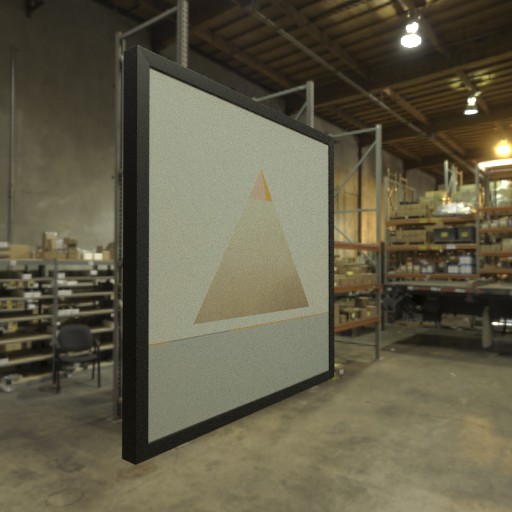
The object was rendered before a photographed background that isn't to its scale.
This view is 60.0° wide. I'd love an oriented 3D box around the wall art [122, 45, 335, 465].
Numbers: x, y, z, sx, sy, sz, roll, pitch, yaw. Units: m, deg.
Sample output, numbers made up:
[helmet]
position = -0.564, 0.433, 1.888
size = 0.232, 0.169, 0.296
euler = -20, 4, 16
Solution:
[wall art]
position = 0.000, 0.000, 1.125
size = 0.042, 0.766, 0.769
euler = -1, -1, 37
